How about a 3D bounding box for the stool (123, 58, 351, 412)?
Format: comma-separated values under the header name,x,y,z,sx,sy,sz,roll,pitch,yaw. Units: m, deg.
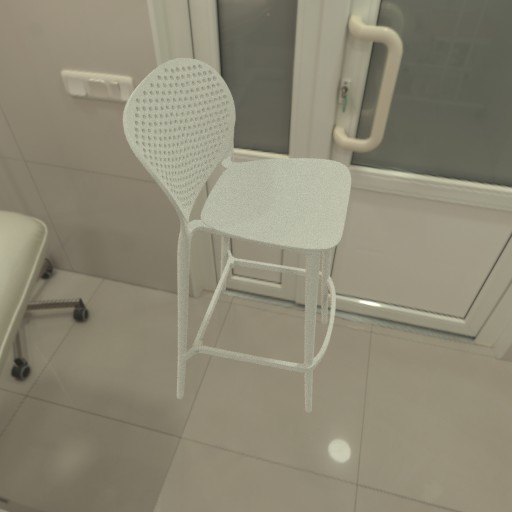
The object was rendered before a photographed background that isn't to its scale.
name,x,y,z,sx,sy,sz,roll,pitch,yaw
stool,0.000,0.000,1.348,0.535,1.045,0.536,10,47,10
